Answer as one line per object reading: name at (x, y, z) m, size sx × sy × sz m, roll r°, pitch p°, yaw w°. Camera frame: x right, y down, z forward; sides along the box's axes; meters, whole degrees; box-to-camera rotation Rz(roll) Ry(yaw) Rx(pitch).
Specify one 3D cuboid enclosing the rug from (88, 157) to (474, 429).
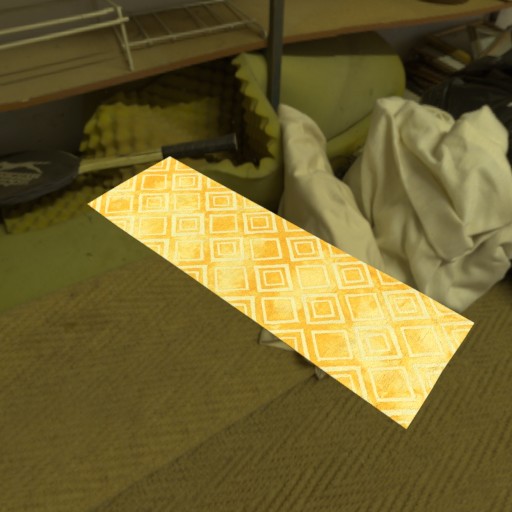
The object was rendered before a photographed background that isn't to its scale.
rug at (0.000, 0.000, 2.735) m, size 2.438 × 0.010 × 0.775 m, roll 32°, pitch 54°, yaw 27°
